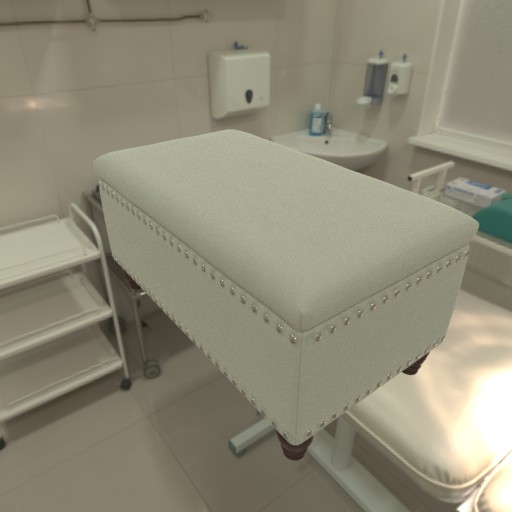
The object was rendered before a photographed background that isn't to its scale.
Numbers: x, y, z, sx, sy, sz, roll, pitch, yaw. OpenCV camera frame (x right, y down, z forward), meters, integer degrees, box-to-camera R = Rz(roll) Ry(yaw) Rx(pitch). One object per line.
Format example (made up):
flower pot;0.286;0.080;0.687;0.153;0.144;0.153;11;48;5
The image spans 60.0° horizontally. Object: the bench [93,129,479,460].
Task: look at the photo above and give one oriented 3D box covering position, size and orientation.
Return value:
bench;0.000;0.000;1.186;0.500;0.449;0.887;-21;37;-32
